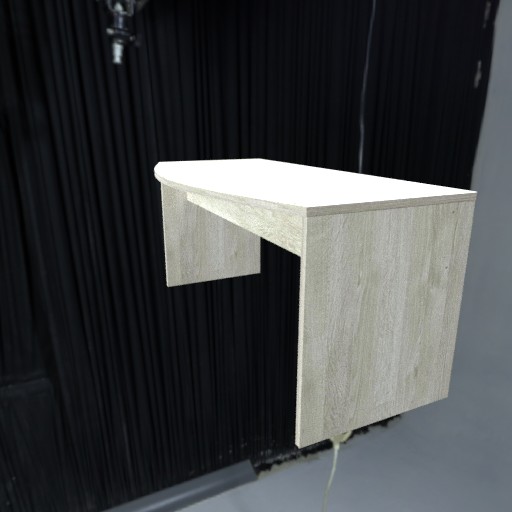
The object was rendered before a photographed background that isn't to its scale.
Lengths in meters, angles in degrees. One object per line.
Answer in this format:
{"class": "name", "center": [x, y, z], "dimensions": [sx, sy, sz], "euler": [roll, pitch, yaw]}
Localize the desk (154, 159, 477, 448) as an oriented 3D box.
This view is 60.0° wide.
{"class": "desk", "center": [0.000, 0.000, 2.047], "dimensions": [0.802, 0.752, 1.600], "euler": [-8, 18, -24]}
